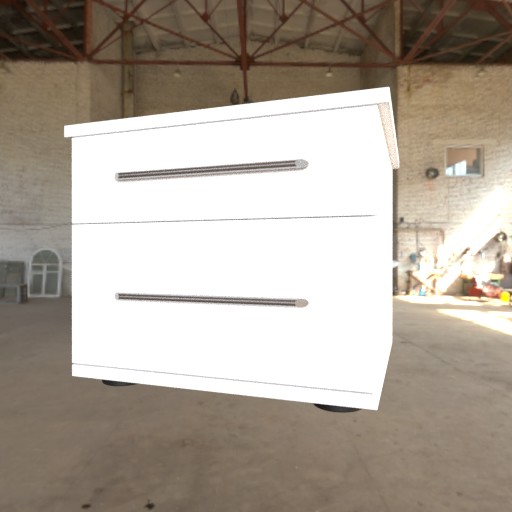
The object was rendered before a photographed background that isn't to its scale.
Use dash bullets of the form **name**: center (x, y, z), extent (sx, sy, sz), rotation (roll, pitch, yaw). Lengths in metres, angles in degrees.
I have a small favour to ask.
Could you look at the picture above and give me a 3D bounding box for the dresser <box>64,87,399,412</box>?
- **dresser**: center (0.000, 0.000, 0.716), extent (0.430, 0.360, 0.400), rotation (0, 0, 19)
